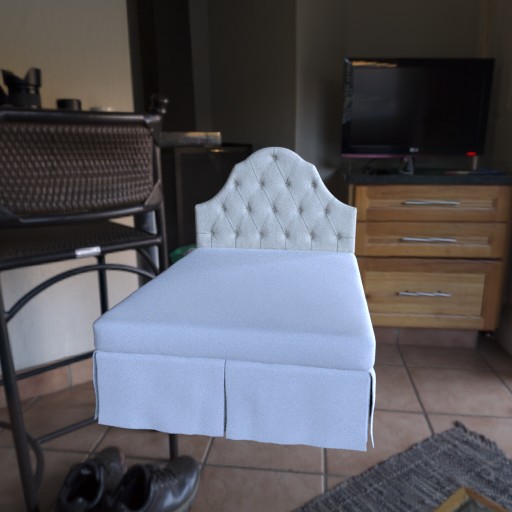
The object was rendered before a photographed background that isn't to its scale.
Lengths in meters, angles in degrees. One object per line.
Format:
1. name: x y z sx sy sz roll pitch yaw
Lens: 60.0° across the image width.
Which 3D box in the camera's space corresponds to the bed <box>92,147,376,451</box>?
1. bed: 0.000 0.000 3.246 1.627 1.575 2.092 2 13 9
